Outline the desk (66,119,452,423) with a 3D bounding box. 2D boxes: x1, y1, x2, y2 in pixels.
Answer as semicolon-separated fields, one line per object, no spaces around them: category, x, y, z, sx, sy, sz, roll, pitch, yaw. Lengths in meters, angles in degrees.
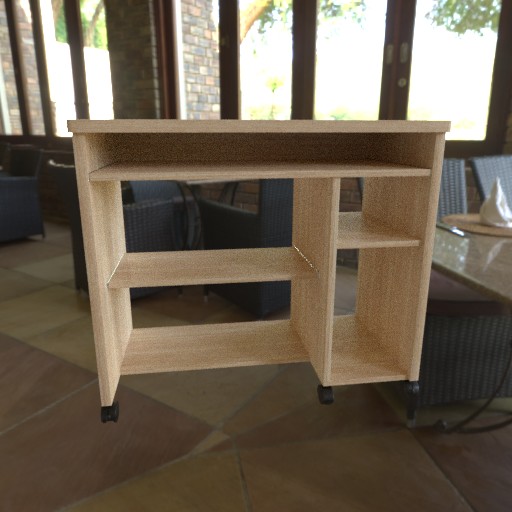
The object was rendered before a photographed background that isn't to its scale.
desk;0.000;0.000;1.327;0.884;0.770;0.480;-2;16;-8
